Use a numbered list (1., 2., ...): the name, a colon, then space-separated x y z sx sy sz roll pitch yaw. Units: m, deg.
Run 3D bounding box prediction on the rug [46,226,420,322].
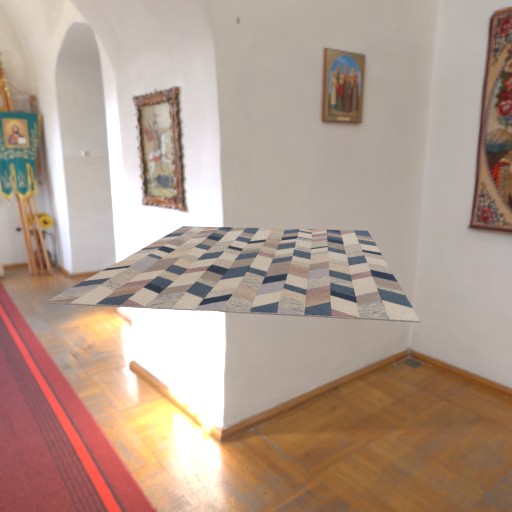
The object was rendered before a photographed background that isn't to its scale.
1. rug: 0.000 0.000 4.312 2.451 0.011 3.072 2 14 8
